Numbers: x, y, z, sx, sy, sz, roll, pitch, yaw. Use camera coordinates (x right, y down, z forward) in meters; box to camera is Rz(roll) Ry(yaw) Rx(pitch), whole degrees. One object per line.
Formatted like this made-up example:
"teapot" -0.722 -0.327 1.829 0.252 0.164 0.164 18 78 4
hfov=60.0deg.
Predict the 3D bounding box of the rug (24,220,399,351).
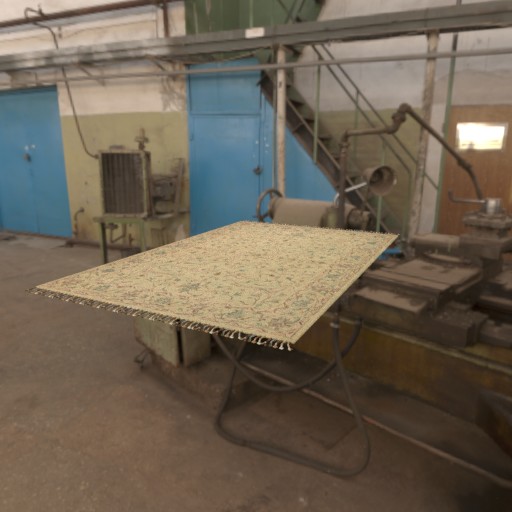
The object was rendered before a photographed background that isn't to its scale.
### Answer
"rug" 0.000 0.000 3.051 1.544 0.010 2.435 7 16 26
